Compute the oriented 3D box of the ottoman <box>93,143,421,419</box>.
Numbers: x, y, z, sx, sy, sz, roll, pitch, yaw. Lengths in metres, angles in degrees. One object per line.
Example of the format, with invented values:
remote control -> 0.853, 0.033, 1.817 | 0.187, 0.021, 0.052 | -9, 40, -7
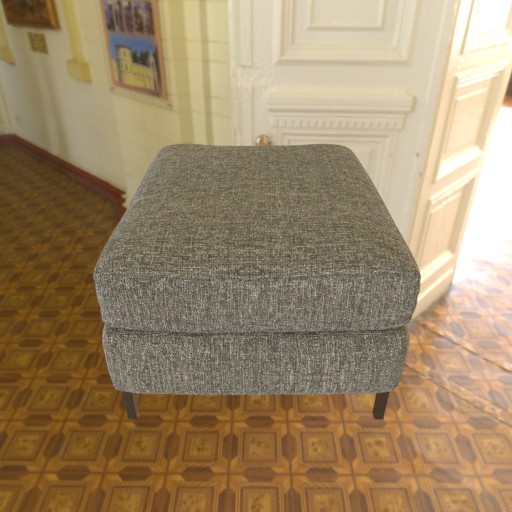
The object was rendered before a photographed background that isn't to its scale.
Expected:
ottoman -> 0.000, 0.000, 1.250 | 0.683, 0.480, 0.828 | 0, 32, 0
